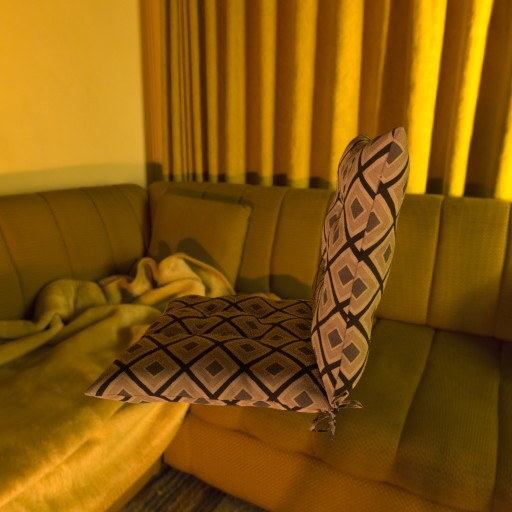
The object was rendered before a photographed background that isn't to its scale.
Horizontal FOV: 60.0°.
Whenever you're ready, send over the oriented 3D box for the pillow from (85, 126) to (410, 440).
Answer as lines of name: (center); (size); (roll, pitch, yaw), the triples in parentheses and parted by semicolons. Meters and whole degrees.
pillow: (0.000, 0.000, 0.981); (0.585, 0.536, 0.541); (2, 15, 7)
